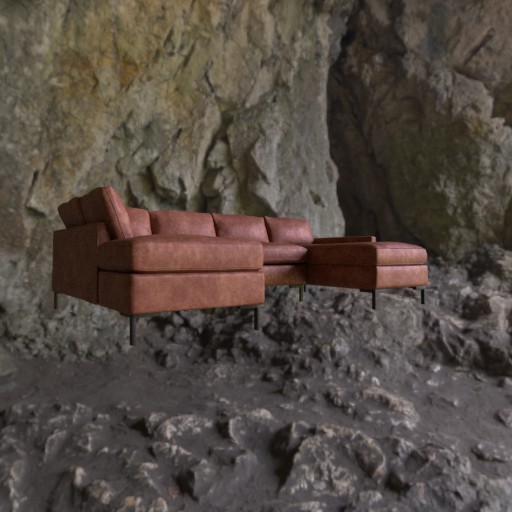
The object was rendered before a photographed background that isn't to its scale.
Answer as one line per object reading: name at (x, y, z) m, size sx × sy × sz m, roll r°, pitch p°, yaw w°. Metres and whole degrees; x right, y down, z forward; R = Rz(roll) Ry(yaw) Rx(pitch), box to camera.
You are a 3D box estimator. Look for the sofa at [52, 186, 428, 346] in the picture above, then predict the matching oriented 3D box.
sofa at (0.000, 0.000, 3.849) m, size 2.956 × 0.900 × 1.939 m, roll 0°, pitch 0°, yaw -36°
